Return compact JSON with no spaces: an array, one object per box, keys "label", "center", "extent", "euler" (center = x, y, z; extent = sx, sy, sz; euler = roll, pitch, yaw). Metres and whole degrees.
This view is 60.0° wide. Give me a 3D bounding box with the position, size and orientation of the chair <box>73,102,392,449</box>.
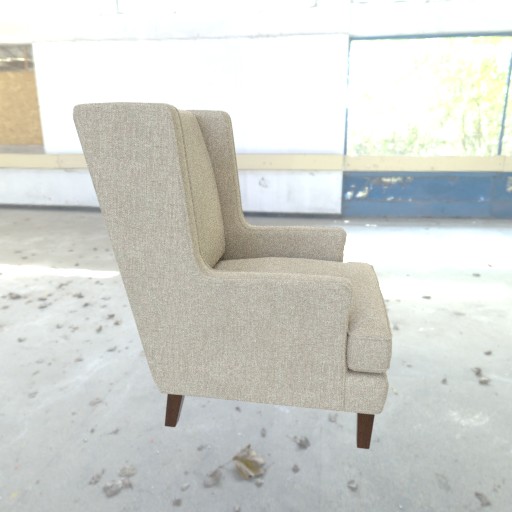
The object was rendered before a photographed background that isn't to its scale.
[{"label":"chair","center":[0.000,0.000,1.688],"extent":[0.948,1.082,0.764],"euler":[3,17,9]}]
